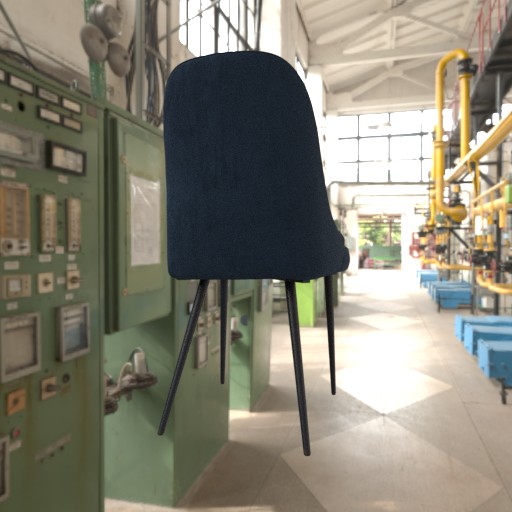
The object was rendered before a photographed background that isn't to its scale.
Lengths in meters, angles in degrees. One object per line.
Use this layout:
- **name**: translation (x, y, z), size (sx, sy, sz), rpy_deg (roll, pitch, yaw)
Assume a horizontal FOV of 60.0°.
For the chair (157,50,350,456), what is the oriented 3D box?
- **chair**: translation (0.000, 0.000, 1.239), size (0.478, 0.896, 0.559), rpy_deg (0, 1, 17)
